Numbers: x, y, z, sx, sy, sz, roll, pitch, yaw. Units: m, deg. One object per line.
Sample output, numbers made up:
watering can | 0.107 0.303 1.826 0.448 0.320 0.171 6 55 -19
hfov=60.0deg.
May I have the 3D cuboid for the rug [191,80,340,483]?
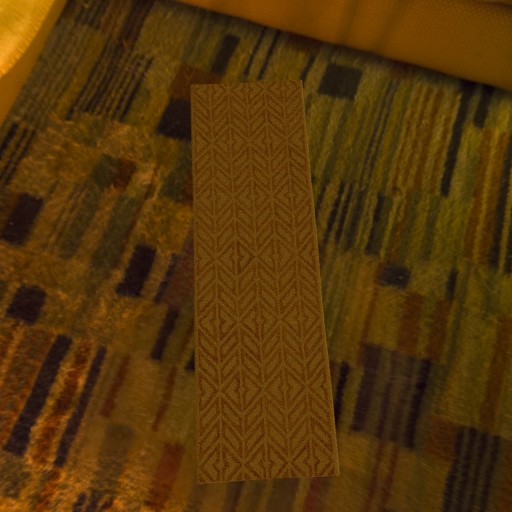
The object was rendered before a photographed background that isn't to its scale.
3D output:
rug | 0.000 0.000 2.651 0.750 0.009 2.435 -3 74 -1
